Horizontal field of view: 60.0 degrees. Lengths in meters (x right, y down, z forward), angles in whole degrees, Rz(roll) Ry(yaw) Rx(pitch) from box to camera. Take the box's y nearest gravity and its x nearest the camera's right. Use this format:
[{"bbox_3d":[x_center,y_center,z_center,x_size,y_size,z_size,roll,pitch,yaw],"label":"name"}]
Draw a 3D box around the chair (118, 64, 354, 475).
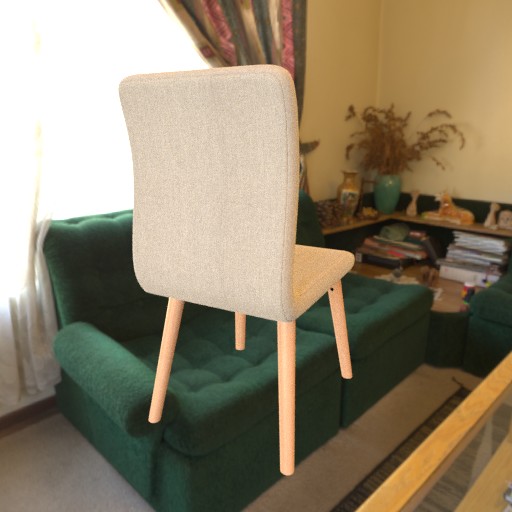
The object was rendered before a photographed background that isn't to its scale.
[{"bbox_3d":[0.000,0.000,1.198,0.435,0.885,0.550,8,18,27],"label":"chair"}]
